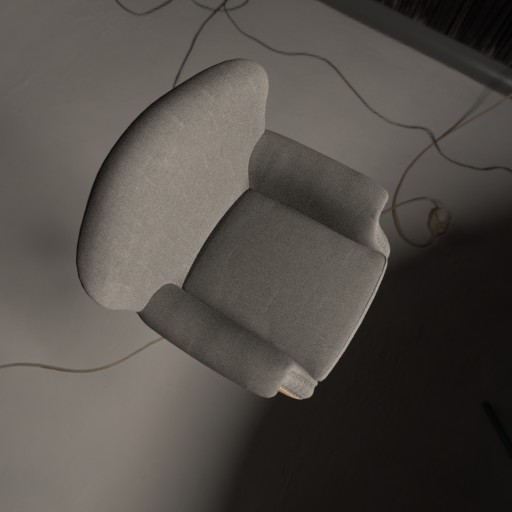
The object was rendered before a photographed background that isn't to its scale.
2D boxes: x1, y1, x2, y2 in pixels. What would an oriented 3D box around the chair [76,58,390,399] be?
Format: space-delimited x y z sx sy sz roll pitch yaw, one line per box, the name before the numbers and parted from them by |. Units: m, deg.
chair | 0.000 0.000 1.639 0.921 0.936 0.861 31 77 8
